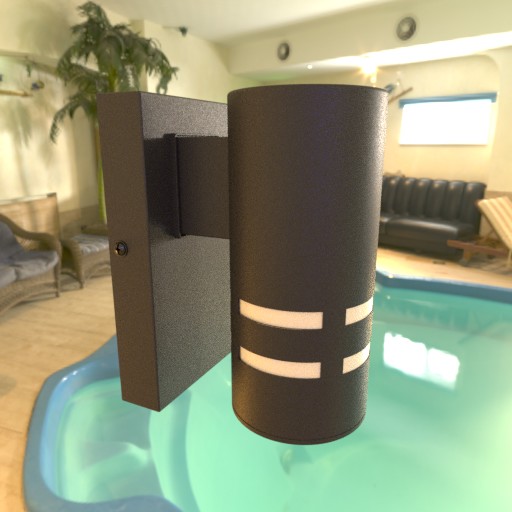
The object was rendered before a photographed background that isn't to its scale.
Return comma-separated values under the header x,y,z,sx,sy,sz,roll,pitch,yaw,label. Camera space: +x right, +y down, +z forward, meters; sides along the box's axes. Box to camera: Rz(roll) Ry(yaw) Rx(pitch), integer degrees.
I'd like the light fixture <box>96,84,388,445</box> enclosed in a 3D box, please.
x,y,z,sx,sy,sz,roll,pitch,yaw,label
0.000,0.000,0.261,0.138,0.179,0.098,7,16,25,light fixture
